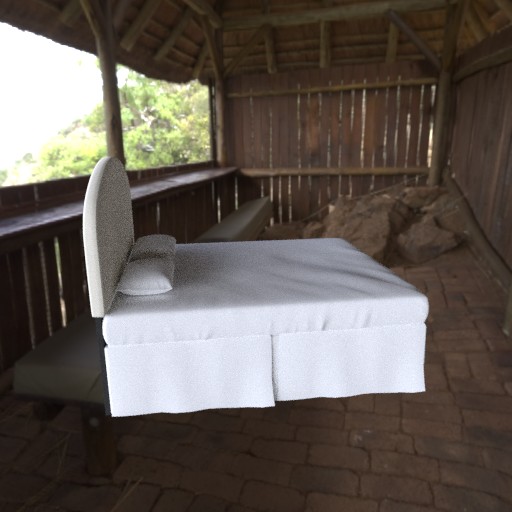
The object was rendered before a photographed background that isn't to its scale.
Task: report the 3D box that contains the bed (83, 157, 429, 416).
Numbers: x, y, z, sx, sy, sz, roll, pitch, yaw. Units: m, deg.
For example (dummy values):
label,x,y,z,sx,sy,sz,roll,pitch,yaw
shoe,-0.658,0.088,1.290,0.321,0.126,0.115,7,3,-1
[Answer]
label,x,y,z,sx,sy,sz,roll,pitch,yaw
bed,0.000,0.000,3.188,2.005,1.410,1.607,-3,16,-9
